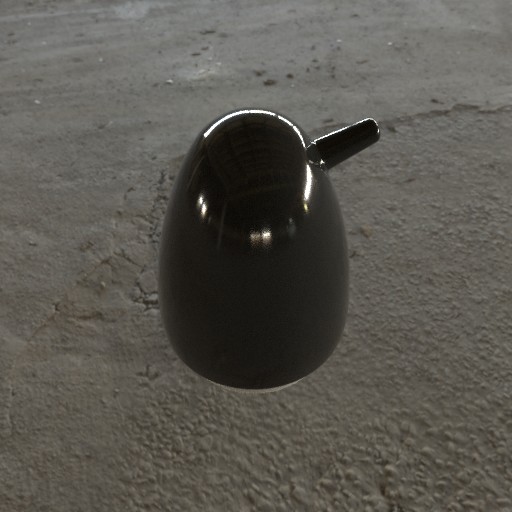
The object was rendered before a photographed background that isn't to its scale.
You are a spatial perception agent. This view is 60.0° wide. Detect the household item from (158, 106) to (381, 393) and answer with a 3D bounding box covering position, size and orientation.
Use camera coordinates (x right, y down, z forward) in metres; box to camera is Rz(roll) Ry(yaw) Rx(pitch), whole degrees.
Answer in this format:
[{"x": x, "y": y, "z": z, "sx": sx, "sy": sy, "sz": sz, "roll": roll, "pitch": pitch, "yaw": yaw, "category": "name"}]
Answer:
[{"x": 0.000, "y": 0.000, "z": 0.220, "sx": 0.104, "sy": 0.152, "sz": 0.102, "roll": -9, "pitch": 47, "yaw": -9, "category": "household item"}]
